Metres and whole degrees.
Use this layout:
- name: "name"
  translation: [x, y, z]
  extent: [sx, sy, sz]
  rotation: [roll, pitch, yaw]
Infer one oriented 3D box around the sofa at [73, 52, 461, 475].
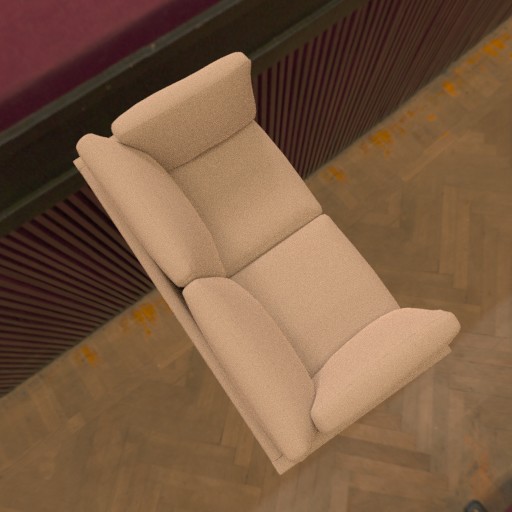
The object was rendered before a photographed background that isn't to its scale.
- name: "sofa"
  translation: [0.000, 0.000, 2.253]
  extent: [0.970, 0.836, 1.776]
  rotation: [-34, 79, -7]
